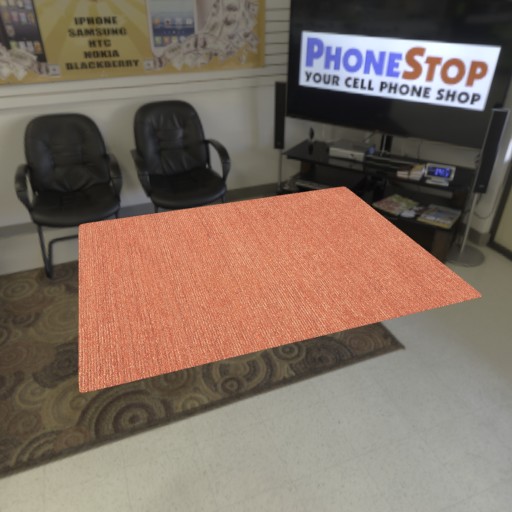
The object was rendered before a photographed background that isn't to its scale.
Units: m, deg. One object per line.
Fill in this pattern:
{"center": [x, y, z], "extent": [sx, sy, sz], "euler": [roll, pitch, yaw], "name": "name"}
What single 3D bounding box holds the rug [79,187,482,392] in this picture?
{"center": [0.000, 0.000, 2.789], "extent": [2.112, 0.009, 1.594], "euler": [-10, 34, -16], "name": "rug"}
